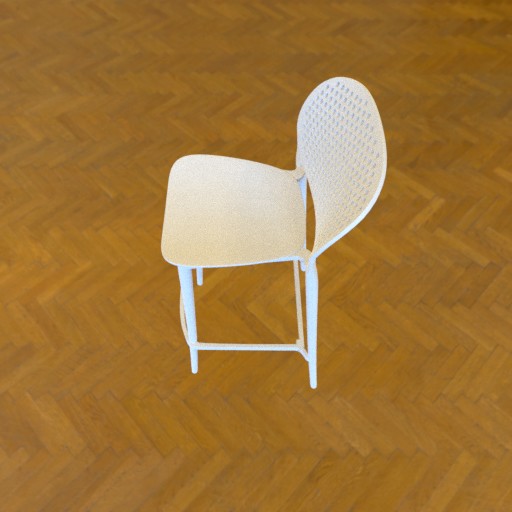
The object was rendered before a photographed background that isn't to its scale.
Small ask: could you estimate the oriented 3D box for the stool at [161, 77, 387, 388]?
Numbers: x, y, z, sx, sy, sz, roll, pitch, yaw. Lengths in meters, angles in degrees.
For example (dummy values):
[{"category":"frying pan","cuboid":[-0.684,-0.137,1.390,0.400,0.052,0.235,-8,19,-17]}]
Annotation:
[{"category":"stool","cuboid":[0.000,0.000,1.376,0.535,1.045,0.536,-1,58,0]}]
